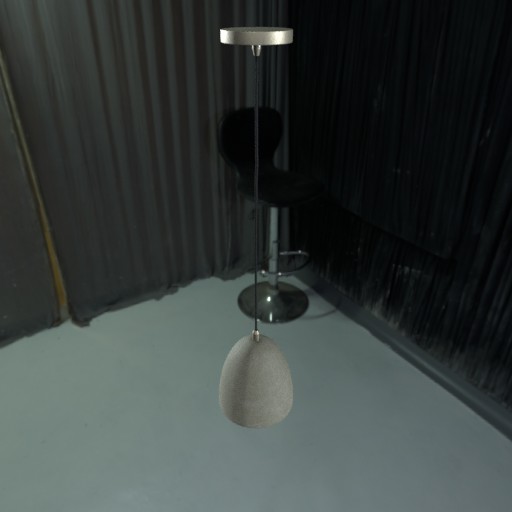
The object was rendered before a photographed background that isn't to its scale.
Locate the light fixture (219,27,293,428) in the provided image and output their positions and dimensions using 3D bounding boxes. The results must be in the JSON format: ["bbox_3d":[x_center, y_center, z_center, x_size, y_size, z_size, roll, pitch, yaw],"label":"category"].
[{"bbox_3d":[0.000,0.000,0.832,0.170,0.759,0.170,-20,36,-30],"label":"light fixture"}]
